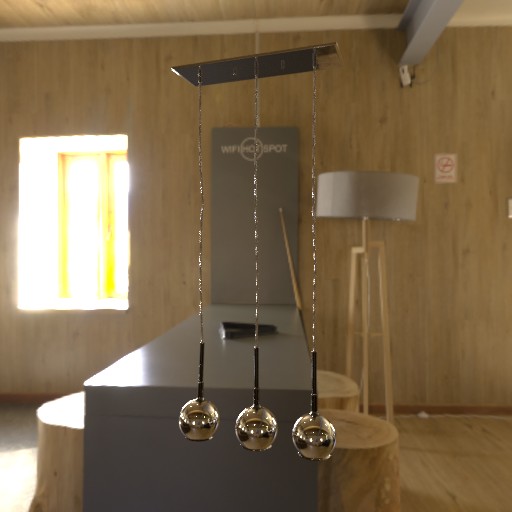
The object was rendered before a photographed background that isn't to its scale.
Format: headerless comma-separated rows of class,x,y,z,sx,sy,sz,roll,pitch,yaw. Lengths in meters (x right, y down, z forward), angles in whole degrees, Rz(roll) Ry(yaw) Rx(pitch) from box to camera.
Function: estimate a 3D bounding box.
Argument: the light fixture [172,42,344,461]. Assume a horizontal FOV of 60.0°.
light fixture,0.000,0.000,1.649,0.623,1.408,0.188,0,1,19
